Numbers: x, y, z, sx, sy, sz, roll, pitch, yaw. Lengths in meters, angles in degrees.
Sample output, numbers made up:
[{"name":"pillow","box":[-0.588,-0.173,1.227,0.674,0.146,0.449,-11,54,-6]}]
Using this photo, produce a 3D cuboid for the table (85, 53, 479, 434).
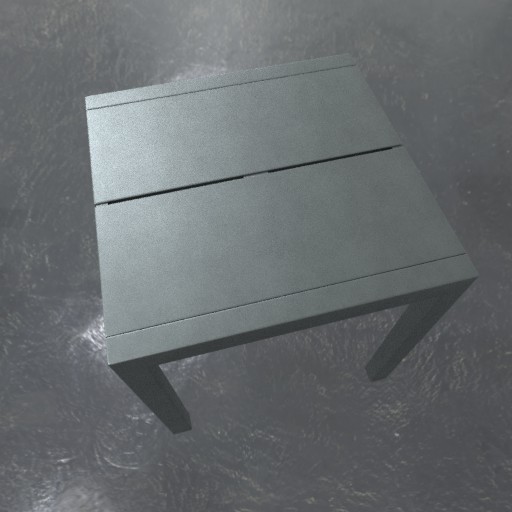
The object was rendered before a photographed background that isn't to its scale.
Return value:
[{"name":"table","box":[0.000,0.000,0.920,0.508,0.508,0.508,-12,60,-7]}]
